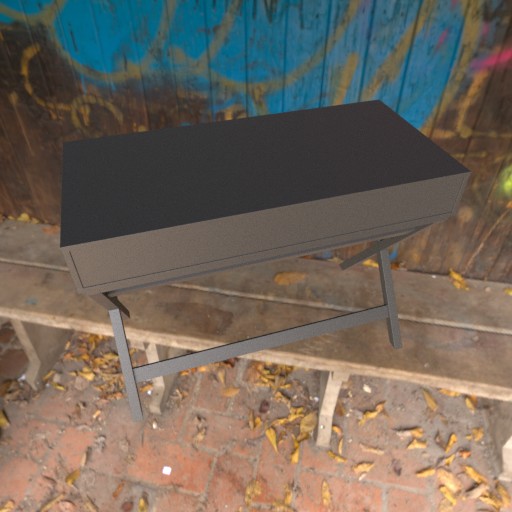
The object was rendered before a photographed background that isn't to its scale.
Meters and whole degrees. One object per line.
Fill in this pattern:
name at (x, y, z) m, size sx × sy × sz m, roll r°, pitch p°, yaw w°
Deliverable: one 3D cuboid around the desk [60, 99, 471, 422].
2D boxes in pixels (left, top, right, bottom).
desk at (0.000, 0.000, 1.528) m, size 1.057 × 0.780 × 0.525 m, roll -12°, pitch 43°, yaw -13°
